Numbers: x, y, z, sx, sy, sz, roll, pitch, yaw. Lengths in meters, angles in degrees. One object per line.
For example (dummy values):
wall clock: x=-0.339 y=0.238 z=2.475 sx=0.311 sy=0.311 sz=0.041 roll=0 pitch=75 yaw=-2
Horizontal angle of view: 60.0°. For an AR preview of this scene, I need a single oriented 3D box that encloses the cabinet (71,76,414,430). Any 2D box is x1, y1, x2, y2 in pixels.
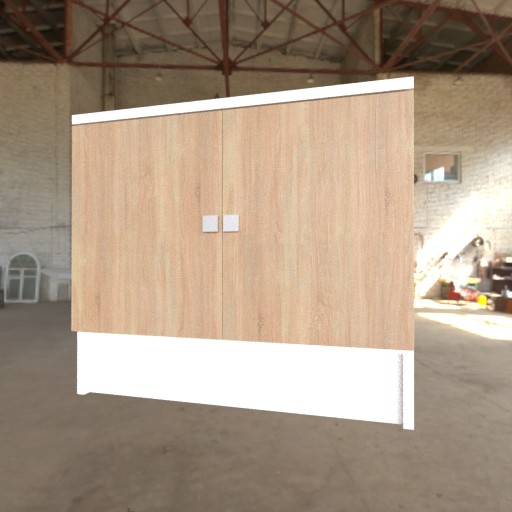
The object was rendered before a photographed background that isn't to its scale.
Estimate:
cabinet: x=0.000 y=0.000 z=0.917 sx=0.600 sy=0.522 sz=0.400 roll=0 pitch=0 yaw=17
